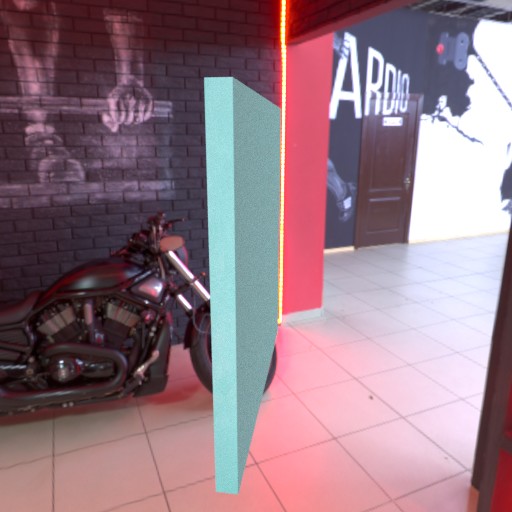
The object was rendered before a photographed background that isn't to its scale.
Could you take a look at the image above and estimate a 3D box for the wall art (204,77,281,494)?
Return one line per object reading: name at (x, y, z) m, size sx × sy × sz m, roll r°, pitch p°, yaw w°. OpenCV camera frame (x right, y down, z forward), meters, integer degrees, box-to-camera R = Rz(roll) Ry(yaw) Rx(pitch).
wall art at (0.000, 0.000, 0.897) m, size 0.036 × 0.603 × 0.603 m, roll 2°, pitch 15°, yaw 8°
